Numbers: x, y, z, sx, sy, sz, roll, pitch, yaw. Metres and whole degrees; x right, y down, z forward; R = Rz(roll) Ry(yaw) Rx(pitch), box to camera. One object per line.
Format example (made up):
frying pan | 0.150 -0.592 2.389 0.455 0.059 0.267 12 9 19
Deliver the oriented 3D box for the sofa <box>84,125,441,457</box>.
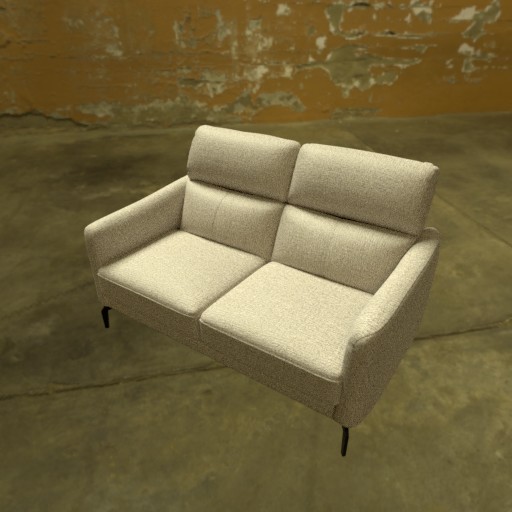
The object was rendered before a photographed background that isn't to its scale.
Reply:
sofa | 0.000 0.000 2.140 1.540 0.950 0.905 18 34 30
